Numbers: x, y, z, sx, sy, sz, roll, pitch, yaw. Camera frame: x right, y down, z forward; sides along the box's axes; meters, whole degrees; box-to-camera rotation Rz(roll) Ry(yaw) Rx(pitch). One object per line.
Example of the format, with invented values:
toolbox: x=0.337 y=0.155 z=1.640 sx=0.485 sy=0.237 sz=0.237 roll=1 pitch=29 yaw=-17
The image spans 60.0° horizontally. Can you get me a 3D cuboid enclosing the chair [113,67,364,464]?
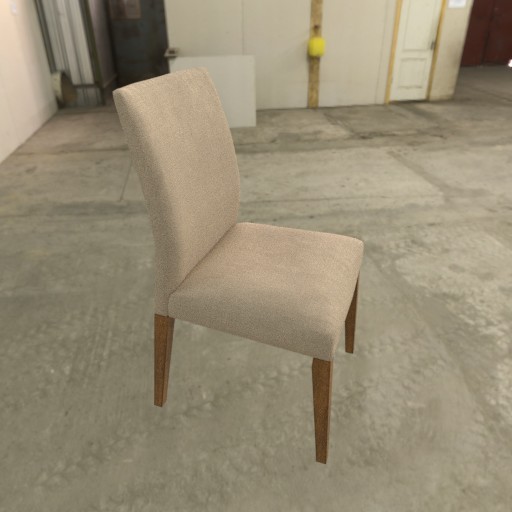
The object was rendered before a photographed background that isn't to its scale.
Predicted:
chair: x=0.000 y=0.000 z=1.270 sx=0.585 sy=0.940 sz=0.496 roll=10 pitch=32 yaw=17
